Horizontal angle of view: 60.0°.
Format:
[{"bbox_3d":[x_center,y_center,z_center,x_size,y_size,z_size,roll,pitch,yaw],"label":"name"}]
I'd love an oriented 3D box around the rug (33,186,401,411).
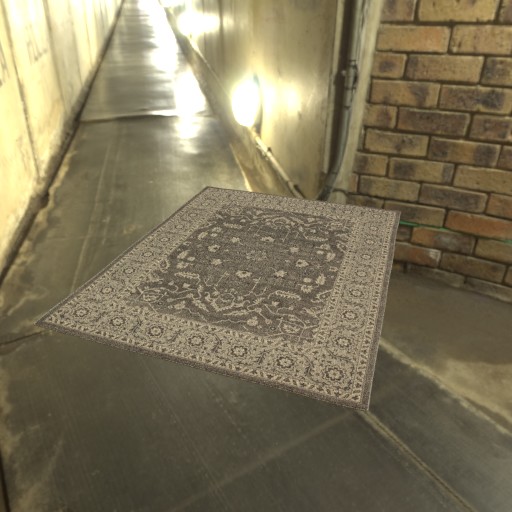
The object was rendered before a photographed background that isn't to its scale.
[{"bbox_3d":[0.000,0.000,4.189,2.451,0.026,3.069,10,31,17],"label":"rug"}]
